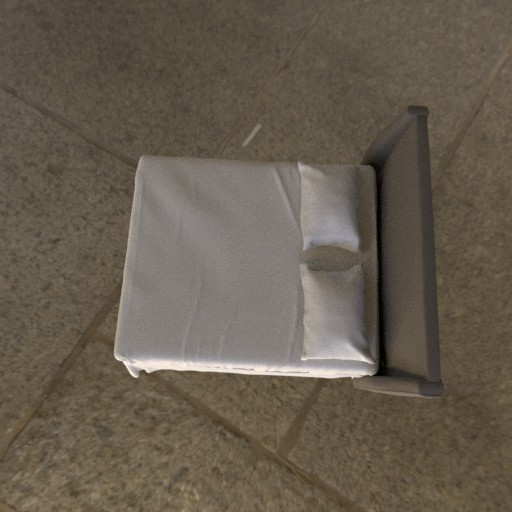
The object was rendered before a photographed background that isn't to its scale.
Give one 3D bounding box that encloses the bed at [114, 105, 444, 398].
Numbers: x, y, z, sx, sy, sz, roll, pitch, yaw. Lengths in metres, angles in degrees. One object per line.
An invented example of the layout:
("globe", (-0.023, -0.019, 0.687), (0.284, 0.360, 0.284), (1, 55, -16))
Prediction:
("bed", (0.000, 0.000, 3.412), (2.276, 1.332, 1.925), (3, 75, 1))
